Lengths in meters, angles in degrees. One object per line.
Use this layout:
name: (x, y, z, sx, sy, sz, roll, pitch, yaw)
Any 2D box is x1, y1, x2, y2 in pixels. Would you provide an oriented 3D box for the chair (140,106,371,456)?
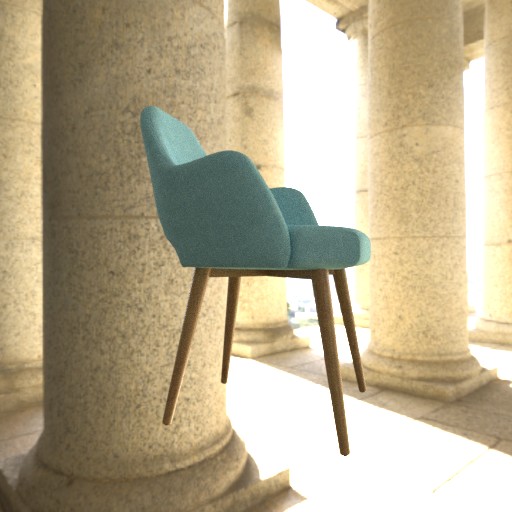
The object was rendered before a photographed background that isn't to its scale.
chair: (0.000, 0.000, 1.232, 0.610, 0.840, 0.590, 0, 0, 18)
